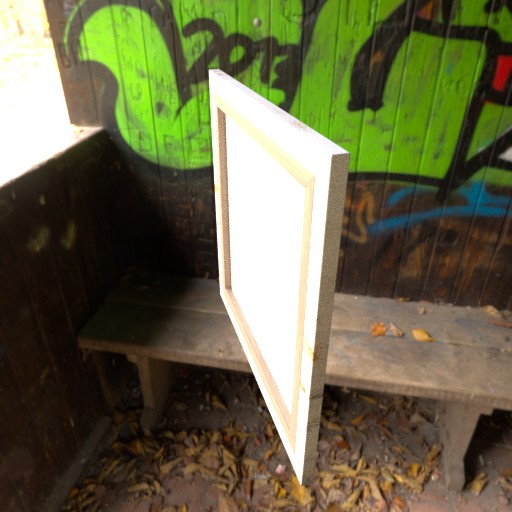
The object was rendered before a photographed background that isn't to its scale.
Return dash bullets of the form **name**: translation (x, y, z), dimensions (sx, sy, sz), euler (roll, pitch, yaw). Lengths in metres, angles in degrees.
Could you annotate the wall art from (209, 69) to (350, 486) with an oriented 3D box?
- **wall art**: translation (0.000, 0.000, 1.478), dimensions (0.040, 1.018, 1.015), euler (-9, 32, -15)
